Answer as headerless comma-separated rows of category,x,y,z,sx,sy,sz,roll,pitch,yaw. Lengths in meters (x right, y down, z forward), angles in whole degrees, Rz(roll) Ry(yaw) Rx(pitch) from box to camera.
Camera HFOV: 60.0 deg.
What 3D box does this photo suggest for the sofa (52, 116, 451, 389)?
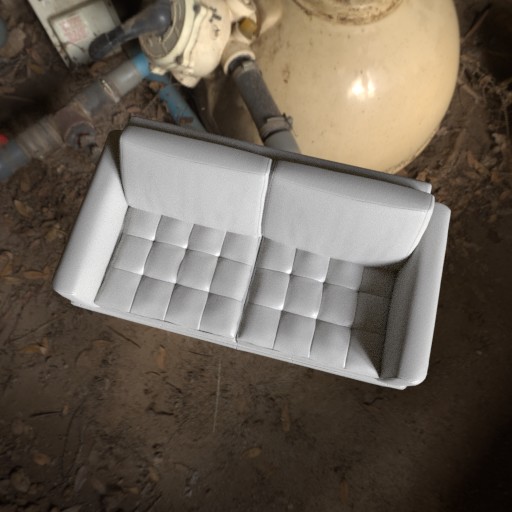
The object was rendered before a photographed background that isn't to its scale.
sofa,0.000,0.000,2.695,2.177,0.930,1.121,14,74,4
